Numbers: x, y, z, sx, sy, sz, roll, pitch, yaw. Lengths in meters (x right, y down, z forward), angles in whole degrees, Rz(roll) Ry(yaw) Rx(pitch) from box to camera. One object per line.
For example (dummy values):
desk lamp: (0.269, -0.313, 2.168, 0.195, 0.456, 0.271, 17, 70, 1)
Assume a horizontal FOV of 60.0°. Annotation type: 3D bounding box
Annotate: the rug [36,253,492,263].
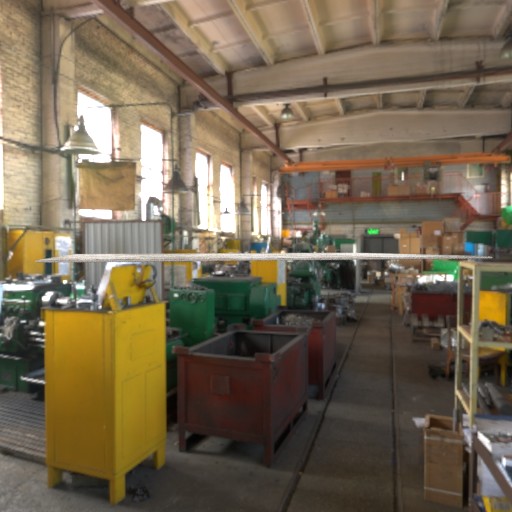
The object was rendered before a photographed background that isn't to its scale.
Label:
rug: (0.000, 0.000, 2.981, 2.431, 0.012, 1.536, 0, 1, -17)
